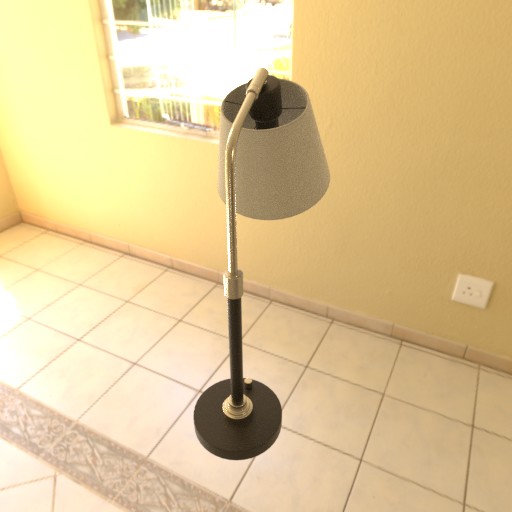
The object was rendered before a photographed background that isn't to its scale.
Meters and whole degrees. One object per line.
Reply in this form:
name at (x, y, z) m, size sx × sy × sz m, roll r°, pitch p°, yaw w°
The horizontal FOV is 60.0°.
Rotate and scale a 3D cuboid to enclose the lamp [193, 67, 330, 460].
lamp at (0.000, 0.000, 0.688) m, size 0.181 × 0.539 × 0.348 m, roll 10°, pitch 33°, yaw 15°
